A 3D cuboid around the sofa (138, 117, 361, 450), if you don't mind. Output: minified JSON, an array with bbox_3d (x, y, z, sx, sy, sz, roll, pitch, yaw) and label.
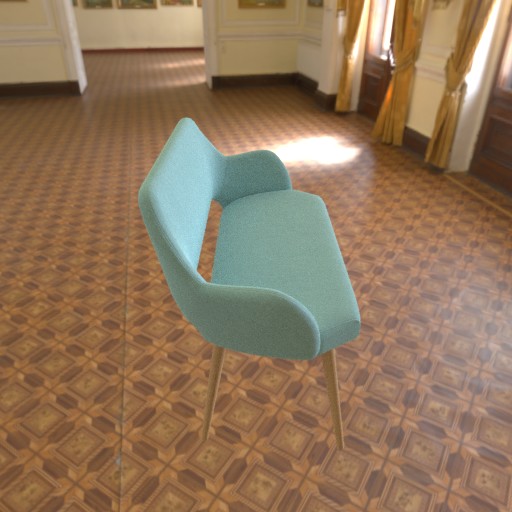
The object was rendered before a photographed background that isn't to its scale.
[{"bbox_3d":[0.000,0.000,1.650,0.610,0.840,1.150,0,31,0],"label":"sofa"}]
